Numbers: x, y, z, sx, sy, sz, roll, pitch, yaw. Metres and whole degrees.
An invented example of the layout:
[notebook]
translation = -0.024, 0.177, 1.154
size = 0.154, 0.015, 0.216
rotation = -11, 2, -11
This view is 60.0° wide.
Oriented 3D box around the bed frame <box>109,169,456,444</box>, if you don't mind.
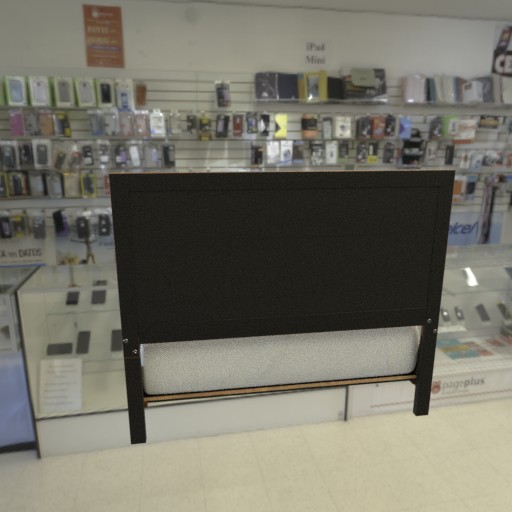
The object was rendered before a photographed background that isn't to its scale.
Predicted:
[bed frame]
translation = 0.000, 0.000, 3.383
size = 1.696, 1.417, 2.276
rotation = -2, 15, -9
